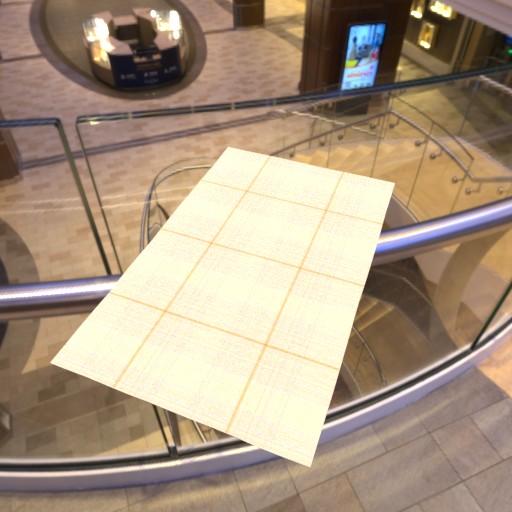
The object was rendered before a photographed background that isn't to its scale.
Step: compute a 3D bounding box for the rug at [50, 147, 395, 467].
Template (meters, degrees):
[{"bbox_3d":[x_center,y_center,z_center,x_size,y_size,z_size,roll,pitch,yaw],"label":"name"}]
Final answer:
[{"bbox_3d":[0.000,0.000,3.096,1.527,0.016,2.442,16,47,15],"label":"rug"}]
